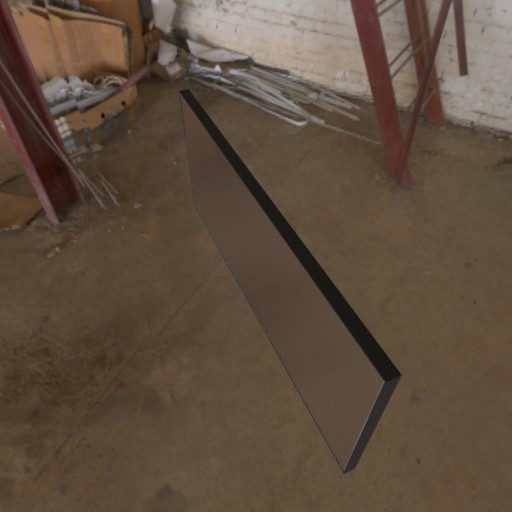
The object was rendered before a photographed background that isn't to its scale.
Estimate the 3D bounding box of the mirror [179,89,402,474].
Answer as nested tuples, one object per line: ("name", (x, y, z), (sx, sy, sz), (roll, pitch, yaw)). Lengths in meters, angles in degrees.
("mirror", (0.000, 0.000, 1.802), (0.047, 0.692, 1.584), (-19, 50, -16))
